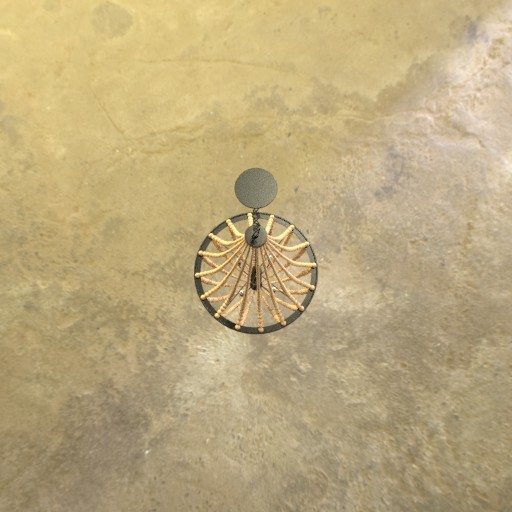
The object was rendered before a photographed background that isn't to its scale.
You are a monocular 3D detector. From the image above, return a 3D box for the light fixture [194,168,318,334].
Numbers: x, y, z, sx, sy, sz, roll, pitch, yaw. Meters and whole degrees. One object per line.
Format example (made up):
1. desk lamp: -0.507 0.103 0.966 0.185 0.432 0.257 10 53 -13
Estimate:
1. light fixture: 0.000 0.000 1.363 0.450 1.133 0.450 0 77 0
